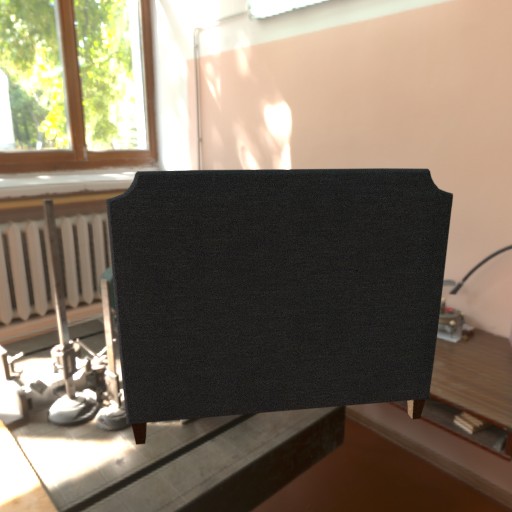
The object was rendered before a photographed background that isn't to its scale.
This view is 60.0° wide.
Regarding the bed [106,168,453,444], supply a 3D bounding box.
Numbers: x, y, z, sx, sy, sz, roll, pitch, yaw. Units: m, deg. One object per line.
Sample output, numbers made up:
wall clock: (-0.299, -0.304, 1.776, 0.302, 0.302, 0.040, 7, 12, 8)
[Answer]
bed: (0.000, 0.000, 3.382, 1.713, 1.443, 2.372, -2, 15, -8)
